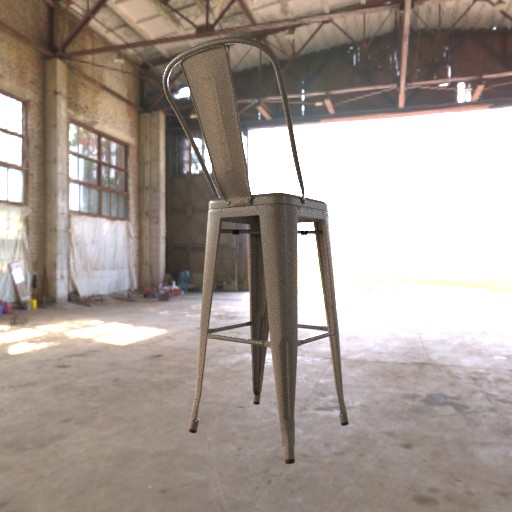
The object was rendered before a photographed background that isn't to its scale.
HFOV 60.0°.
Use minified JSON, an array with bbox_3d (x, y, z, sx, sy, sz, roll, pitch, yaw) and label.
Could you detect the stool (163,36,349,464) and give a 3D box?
[{"bbox_3d":[0.000,0.000,1.349,0.399,1.096,0.513,0,-1,36],"label":"stool"}]
